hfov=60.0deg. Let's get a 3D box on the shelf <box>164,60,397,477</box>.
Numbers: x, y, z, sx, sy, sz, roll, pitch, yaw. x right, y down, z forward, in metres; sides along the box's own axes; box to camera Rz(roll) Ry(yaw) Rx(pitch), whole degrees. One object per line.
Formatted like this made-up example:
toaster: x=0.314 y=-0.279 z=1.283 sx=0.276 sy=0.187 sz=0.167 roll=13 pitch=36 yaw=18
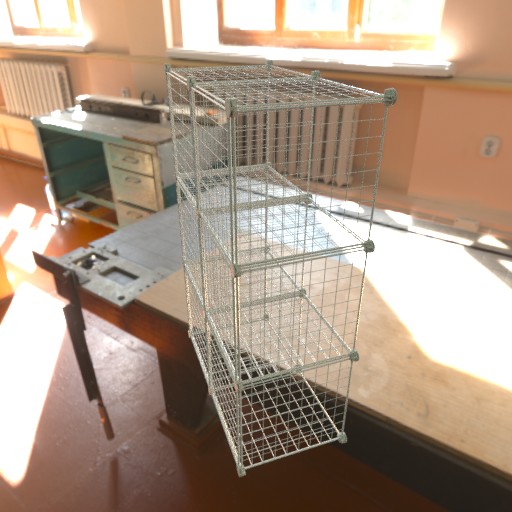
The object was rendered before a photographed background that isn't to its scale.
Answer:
shelf: x=0.000 y=0.000 z=1.392 sx=0.356 sy=1.067 sz=0.711 roll=-10 pitch=30 yaw=-17
